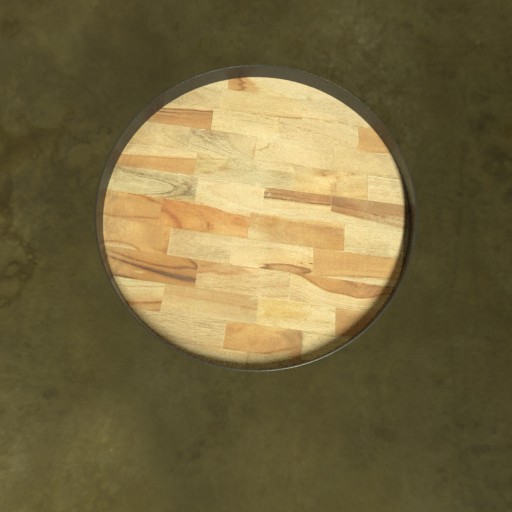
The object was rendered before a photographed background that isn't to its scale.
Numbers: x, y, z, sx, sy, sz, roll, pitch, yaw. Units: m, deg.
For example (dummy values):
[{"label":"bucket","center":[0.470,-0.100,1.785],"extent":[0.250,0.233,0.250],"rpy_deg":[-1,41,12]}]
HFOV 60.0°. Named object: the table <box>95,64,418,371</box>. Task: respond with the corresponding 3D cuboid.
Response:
[{"label":"table","center":[0.000,0.000,0.831],"extent":[0.406,0.559,0.406],"rpy_deg":[0,77,0]}]
